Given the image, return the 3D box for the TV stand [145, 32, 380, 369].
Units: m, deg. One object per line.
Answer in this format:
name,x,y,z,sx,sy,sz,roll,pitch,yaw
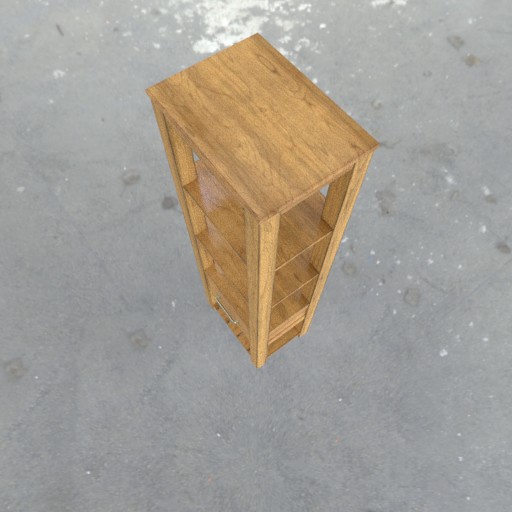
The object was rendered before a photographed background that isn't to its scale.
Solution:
TV stand,0.000,0.000,2.086,0.435,1.828,0.565,-34,69,-15
